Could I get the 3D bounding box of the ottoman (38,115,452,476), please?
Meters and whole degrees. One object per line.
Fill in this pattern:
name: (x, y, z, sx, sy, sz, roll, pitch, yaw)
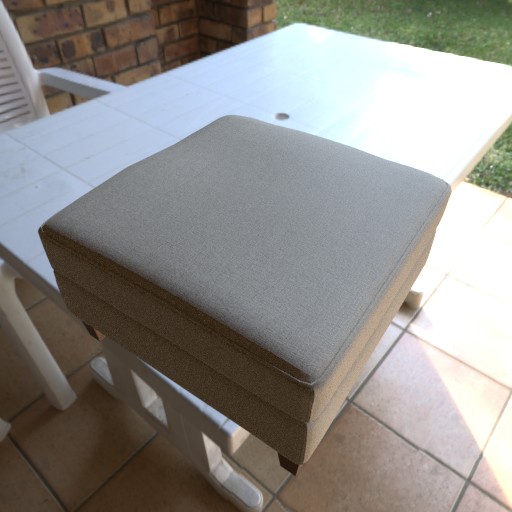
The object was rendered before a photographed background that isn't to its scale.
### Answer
ottoman: (0.000, 0.000, 1.323, 0.838, 0.503, 0.838, 25, 48, 25)
